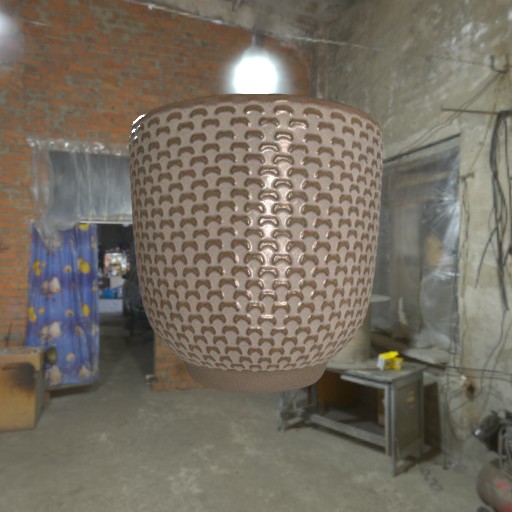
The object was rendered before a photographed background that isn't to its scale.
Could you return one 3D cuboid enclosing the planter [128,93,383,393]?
[{"bbox_3d":[0.000,0.000,0.355,0.197,0.191,0.197,0,-1,0],"label":"planter"}]
